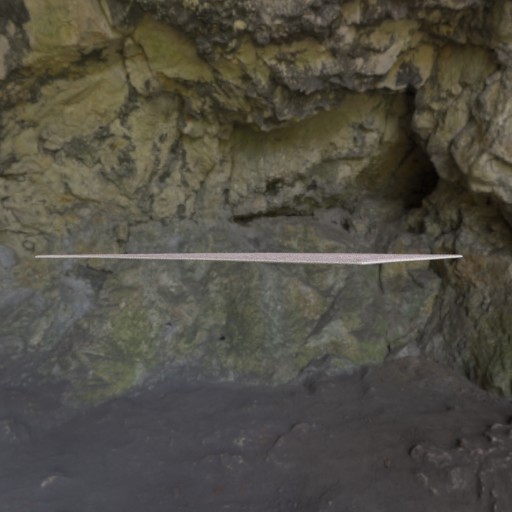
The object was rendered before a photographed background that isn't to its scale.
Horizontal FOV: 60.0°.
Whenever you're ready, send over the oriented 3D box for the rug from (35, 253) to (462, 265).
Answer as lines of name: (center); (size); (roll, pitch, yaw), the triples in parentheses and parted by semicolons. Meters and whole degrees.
rug: (0.000, 0.000, 4.027); (3.017, 0.035, 2.472); (1, 1, 35)
